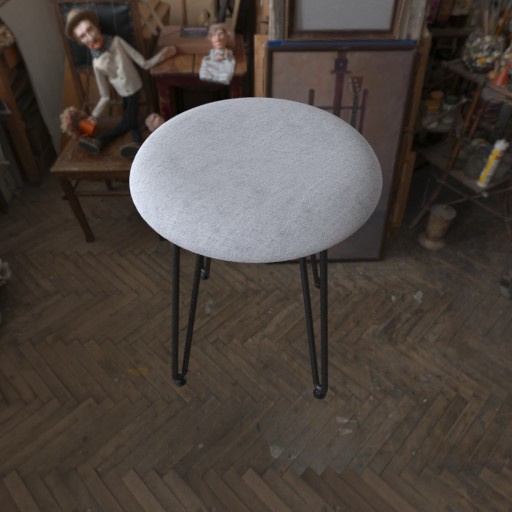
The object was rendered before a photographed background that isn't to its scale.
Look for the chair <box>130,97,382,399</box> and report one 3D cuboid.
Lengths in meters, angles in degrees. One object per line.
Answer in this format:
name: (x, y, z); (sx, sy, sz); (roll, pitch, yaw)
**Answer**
chair: (0.000, 0.000, 0.668); (0.350, 0.386, 0.350); (-31, 54, -26)
